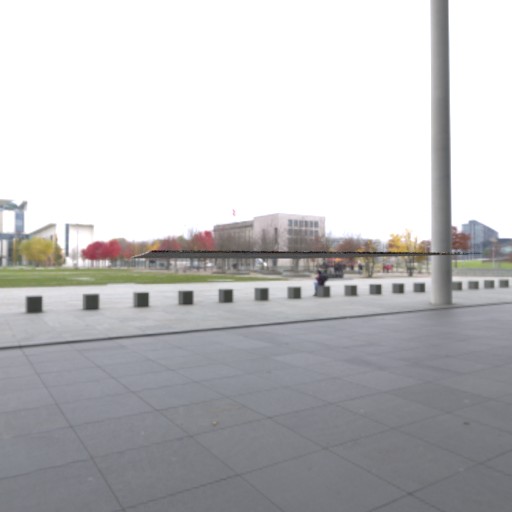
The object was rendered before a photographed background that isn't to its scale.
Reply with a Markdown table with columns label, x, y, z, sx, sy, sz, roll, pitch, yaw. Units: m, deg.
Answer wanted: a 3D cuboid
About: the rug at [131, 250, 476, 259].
| label | x | y | z | sx | sy | sz | roll | pitch | yaw |
| --- | --- | --- | --- | --- | --- | --- | --- | --- | --- |
| rug | 0.000 | 0.000 | 2.329 | 1.217 | 0.012 | 1.848 | 0 | -1 | -18 |
